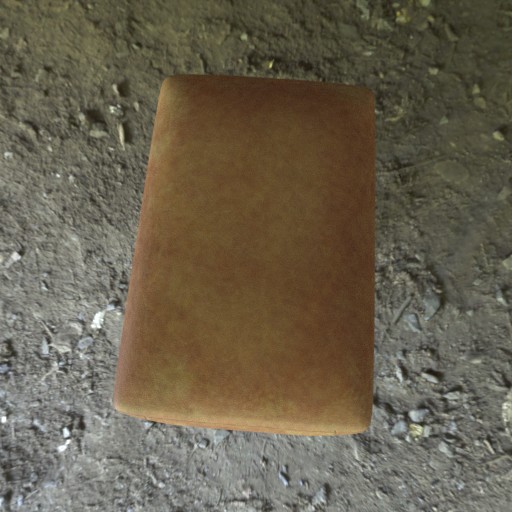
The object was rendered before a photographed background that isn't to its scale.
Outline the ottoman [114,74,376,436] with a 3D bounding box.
[{"bbox_3d":[0.000,0.000,1.195,0.565,0.507,0.852,4,75,1],"label":"ottoman"}]
